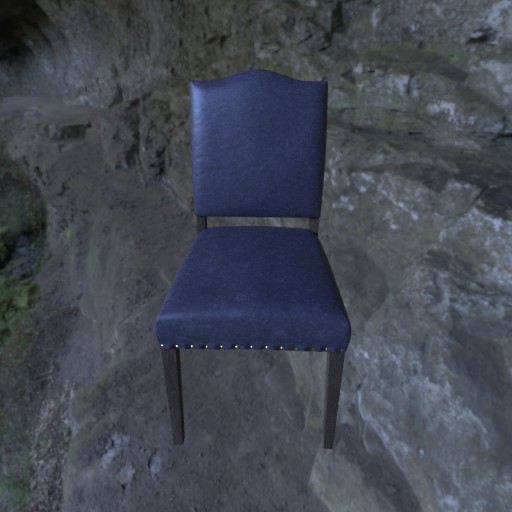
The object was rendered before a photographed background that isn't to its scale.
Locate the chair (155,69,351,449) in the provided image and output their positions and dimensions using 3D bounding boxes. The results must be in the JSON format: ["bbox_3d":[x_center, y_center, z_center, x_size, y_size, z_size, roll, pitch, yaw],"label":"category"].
[{"bbox_3d":[0.000,0.000,1.359,0.500,0.991,0.633,1,31,1],"label":"chair"}]
